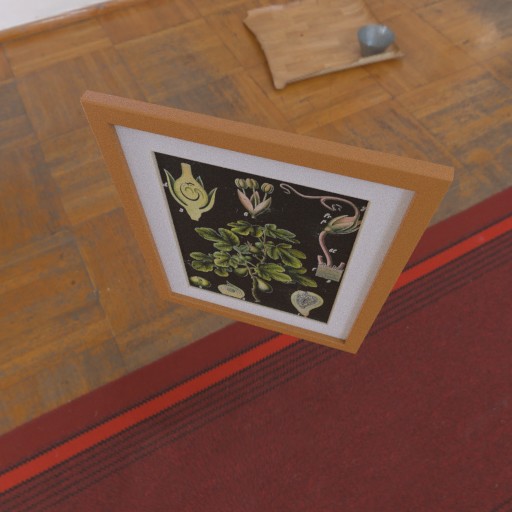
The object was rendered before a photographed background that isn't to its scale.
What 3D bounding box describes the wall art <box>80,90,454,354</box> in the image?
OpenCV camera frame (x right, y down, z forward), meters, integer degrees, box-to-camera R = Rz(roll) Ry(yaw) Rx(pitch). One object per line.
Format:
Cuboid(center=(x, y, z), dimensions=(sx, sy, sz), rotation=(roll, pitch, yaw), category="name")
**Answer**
Cuboid(center=(0.000, 0.000, 0.754), dimensions=(0.452, 0.553, 0.022), rotation=(15, 59, 9), category="wall art")
